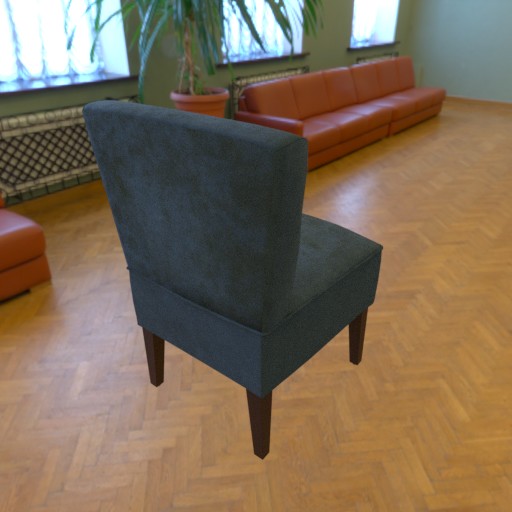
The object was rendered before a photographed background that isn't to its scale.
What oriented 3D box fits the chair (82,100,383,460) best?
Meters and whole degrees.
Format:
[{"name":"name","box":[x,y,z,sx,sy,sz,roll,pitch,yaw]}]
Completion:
[{"name":"chair","box":[0.000,0.000,1.161,0.521,0.806,0.551,21,35,33]}]
